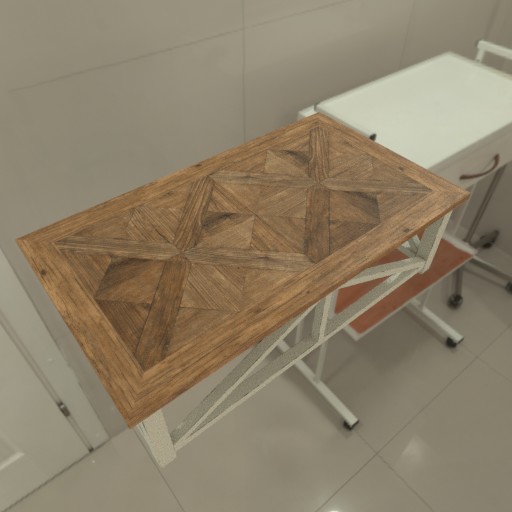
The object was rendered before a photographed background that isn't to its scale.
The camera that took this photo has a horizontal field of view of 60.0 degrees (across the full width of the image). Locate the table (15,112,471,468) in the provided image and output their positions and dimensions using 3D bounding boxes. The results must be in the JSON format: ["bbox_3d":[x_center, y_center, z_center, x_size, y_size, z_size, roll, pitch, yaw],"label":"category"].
[{"bbox_3d":[0.000,0.000,1.696,1.400,0.410,0.800,-30,52,-26],"label":"table"}]
